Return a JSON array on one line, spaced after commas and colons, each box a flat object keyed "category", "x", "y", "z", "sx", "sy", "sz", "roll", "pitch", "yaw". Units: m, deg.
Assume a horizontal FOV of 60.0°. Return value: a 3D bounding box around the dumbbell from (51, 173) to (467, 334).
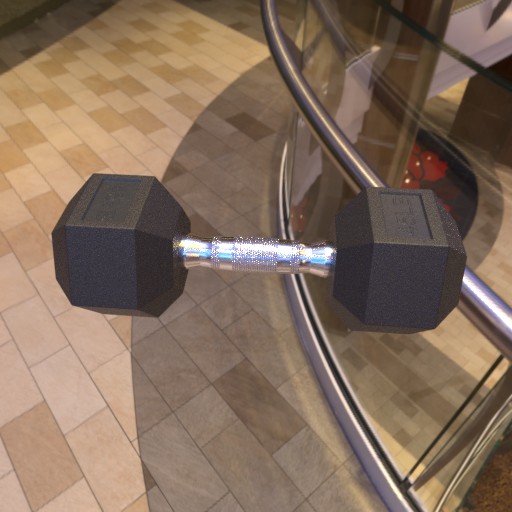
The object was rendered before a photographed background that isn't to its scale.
[{"category": "dumbbell", "x": 0.000, "y": 0.000, "z": 0.420, "sx": 0.356, "sy": 0.123, "sz": 0.141, "roll": 3, "pitch": 47, "yaw": 3}]
